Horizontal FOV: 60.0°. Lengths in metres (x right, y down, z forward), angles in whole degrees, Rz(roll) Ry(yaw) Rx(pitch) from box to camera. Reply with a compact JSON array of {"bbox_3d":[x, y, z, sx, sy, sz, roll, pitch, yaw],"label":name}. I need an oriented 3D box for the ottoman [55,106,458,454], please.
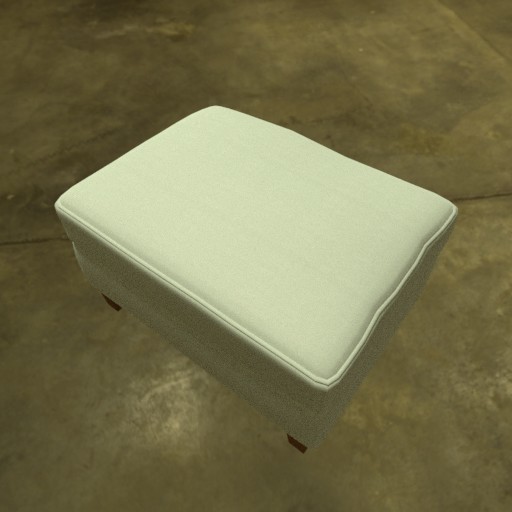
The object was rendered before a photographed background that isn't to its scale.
[{"bbox_3d":[0.000,0.000,1.226,0.818,0.496,0.634,30,54,24],"label":"ottoman"}]
